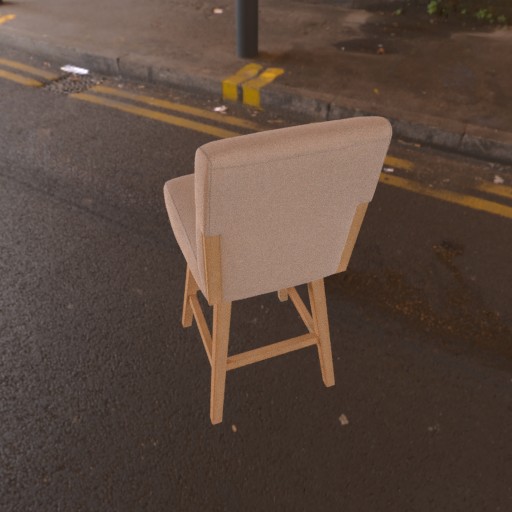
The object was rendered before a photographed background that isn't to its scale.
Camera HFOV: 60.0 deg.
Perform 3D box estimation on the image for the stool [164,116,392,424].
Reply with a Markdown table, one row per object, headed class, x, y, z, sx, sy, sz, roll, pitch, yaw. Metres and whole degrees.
| class | x | y | z | sx | sy | sz | roll | pitch | yaw |
| --- | --- | --- | --- | --- | --- | --- | --- | --- | --- |
| stool | 0.000 | 0.000 | 1.316 | 0.446 | 1.015 | 0.543 | -13 | 43 | -15 |
